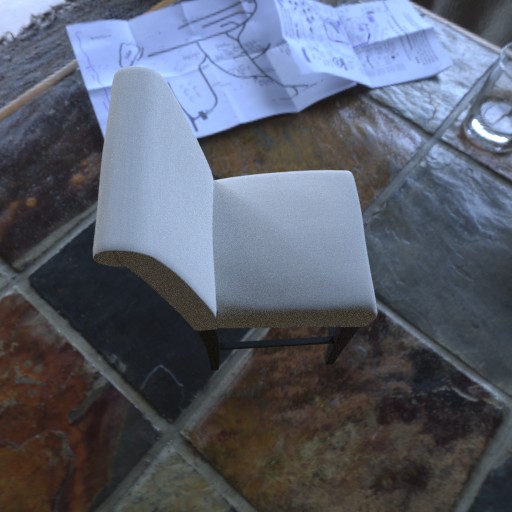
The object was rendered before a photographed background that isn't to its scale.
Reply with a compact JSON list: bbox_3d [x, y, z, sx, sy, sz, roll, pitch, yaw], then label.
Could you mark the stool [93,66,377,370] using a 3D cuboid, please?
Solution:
[{"bbox_3d":[0.000,0.000,1.278,0.597,0.976,0.452,-3,64,-1],"label":"stool"}]
